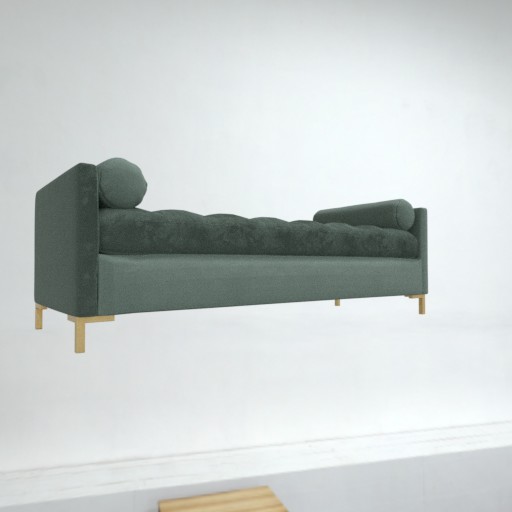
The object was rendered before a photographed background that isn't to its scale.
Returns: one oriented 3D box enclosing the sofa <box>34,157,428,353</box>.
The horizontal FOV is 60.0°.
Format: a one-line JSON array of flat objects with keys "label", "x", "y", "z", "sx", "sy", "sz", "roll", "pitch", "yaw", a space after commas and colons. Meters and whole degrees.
[{"label": "sofa", "x": 0.000, "y": 0.000, "z": 2.427, "sx": 2.102, "sy": 0.705, "sz": 0.796, "roll": 1, "pitch": -1, "yaw": -36}]
